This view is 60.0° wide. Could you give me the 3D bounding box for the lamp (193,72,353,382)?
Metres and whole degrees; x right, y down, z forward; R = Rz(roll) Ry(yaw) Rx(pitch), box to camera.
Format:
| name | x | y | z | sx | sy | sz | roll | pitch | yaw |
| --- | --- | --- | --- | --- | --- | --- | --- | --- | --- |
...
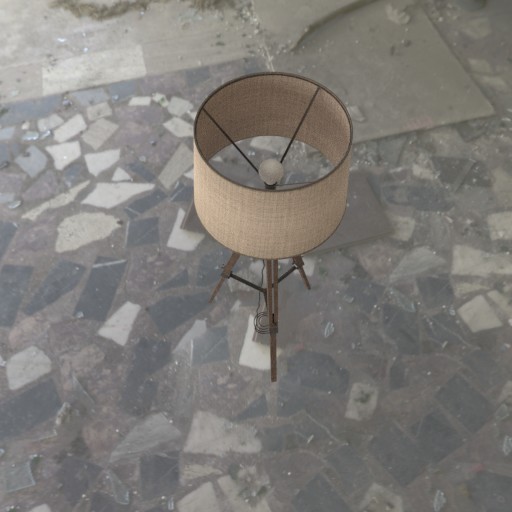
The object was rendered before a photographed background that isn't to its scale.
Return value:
| name | x | y | z | sx | sy | sz | roll | pitch | yaw |
| --- | --- | --- | --- | --- | --- | --- | --- | --- | --- |
| lamp | 0.000 | 0.000 | 1.844 | 0.587 | 1.510 | 0.604 | 18 | 63 | 10 |
